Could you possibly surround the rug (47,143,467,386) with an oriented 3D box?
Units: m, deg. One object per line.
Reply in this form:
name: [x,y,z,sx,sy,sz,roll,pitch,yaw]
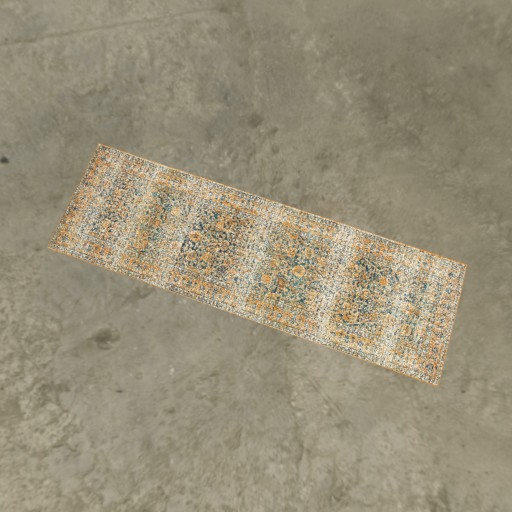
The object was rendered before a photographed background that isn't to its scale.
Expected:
rug: [0.000,0.000,2.523,2.294,0.014,0.704,19,76,5]
